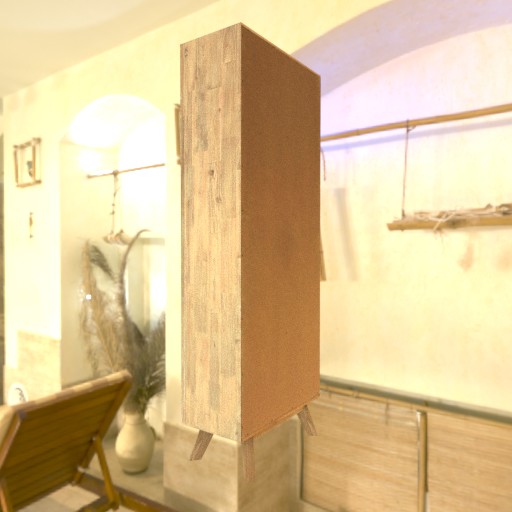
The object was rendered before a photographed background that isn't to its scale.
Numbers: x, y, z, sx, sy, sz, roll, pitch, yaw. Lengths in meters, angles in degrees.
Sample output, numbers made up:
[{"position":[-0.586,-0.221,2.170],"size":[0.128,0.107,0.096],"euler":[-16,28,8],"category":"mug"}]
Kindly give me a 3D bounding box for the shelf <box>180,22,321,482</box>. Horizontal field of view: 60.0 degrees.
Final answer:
[{"position":[0.000,0.000,1.544],"size":[0.267,1.342,0.491],"euler":[1,2,36],"category":"shelf"}]
